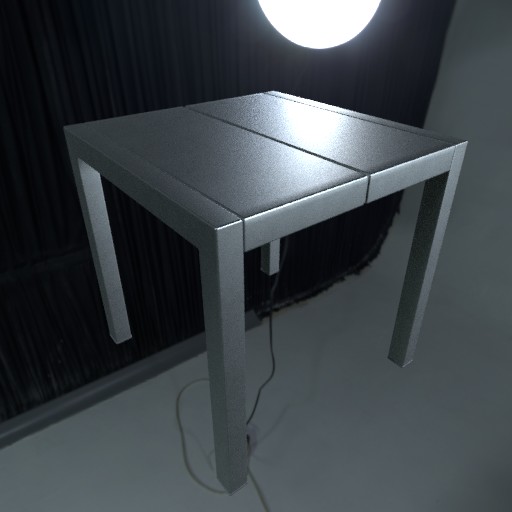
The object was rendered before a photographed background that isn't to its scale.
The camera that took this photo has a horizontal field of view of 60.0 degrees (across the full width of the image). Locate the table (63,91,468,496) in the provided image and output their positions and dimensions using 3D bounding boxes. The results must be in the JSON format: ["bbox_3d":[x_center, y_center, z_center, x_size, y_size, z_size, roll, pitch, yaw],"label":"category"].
[{"bbox_3d":[0.000,0.000,0.911,0.508,0.508,0.508,-22,38,-32],"label":"table"}]
